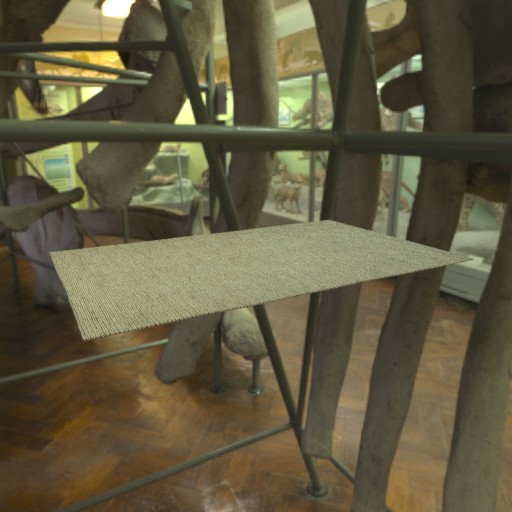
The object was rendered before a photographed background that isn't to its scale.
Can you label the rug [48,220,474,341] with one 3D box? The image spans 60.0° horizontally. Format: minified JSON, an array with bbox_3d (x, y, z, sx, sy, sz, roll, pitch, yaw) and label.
[{"bbox_3d":[0.000,0.000,2.991,2.439,0.011,1.533,-9,18,-28],"label":"rug"}]
